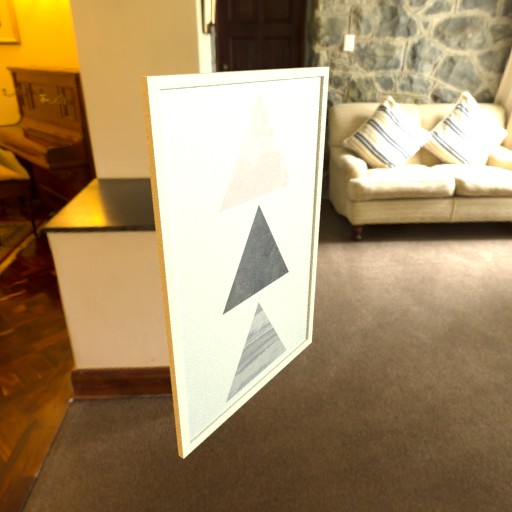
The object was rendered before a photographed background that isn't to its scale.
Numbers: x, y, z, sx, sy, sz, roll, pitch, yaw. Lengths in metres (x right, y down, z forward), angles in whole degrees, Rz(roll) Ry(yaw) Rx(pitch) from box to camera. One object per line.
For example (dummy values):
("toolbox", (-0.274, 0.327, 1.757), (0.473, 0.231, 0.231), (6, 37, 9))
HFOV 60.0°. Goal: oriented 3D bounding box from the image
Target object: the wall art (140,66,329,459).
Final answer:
("wall art", (0.000, 0.000, 0.849), (0.013, 0.656, 0.456), (18, 30, 34))
